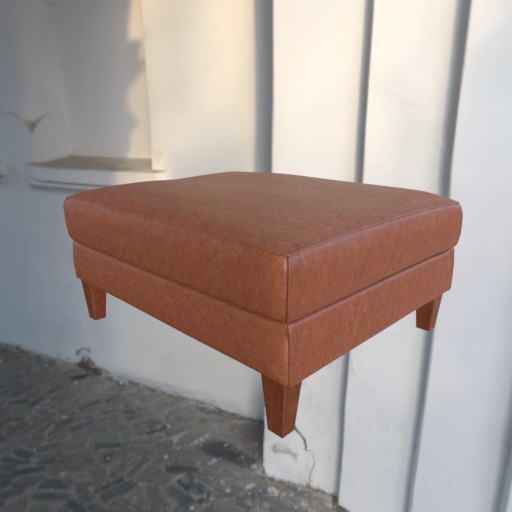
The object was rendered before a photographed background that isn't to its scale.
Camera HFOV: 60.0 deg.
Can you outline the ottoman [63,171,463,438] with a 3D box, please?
[{"bbox_3d":[0.000,0.000,1.437,0.987,0.472,0.836,16,22,42],"label":"ottoman"}]
